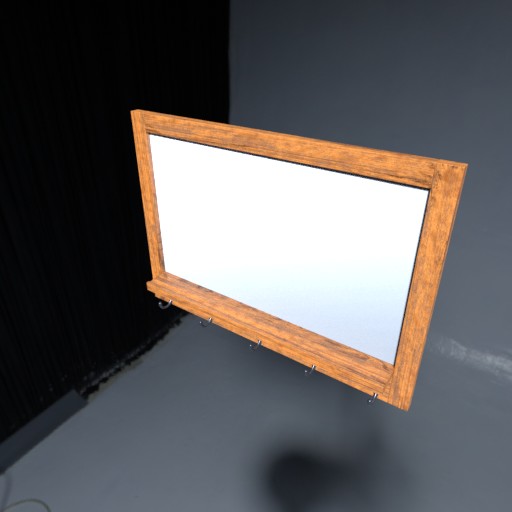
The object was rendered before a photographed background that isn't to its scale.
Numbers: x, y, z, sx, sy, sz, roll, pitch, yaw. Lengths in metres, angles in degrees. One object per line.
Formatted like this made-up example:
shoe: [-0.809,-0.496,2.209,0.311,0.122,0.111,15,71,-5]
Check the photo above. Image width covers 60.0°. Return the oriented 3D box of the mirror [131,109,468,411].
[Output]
mirror: [0.000,0.000,0.989,0.758,0.537,0.084,19,34,30]
